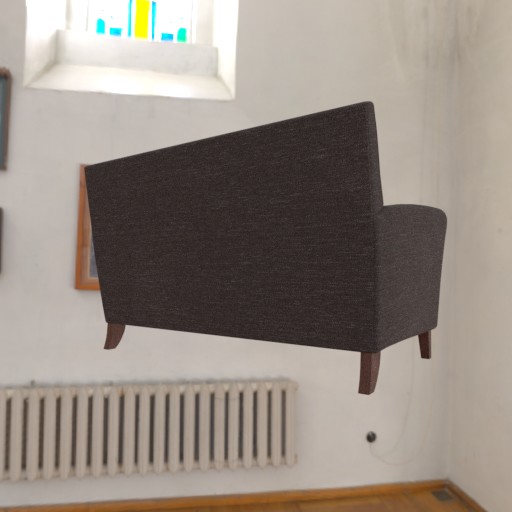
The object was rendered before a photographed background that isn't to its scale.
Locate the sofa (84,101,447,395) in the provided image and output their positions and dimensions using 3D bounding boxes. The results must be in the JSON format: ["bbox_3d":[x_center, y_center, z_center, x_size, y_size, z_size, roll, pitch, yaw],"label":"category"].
[{"bbox_3d":[0.000,0.000,2.062,1.509,0.905,0.867,-1,-2,36],"label":"sofa"}]
